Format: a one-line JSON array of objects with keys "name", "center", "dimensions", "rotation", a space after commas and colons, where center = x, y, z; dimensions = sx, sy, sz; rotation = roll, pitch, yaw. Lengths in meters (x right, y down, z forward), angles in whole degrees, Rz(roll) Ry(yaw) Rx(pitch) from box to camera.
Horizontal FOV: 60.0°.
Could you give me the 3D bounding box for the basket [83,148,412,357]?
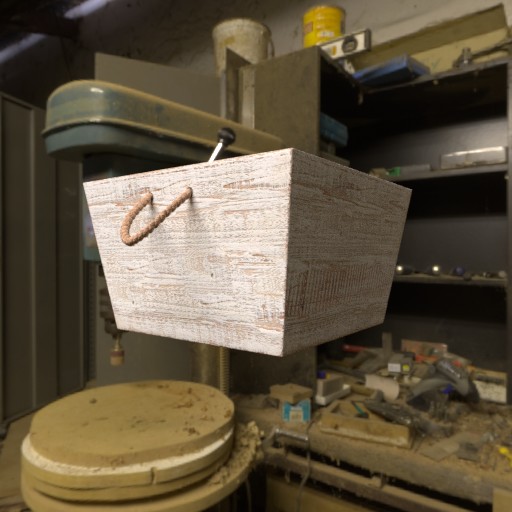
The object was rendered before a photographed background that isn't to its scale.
[{"name": "basket", "center": [0.000, 0.000, 0.781], "dimensions": [0.413, 0.247, 0.545], "rotation": [0, 1, 37]}]
